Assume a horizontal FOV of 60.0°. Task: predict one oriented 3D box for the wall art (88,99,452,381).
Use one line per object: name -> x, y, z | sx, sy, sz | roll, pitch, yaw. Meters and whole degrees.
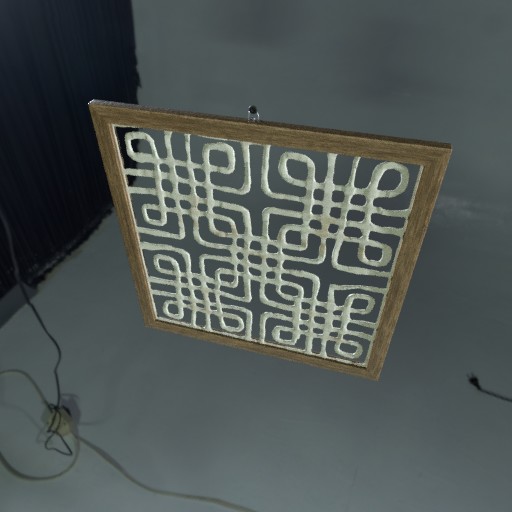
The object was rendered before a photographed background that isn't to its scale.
wall art -> 0.000, 0.000, 0.846 | 0.561, 0.582, 0.021 | 11, 43, 12
